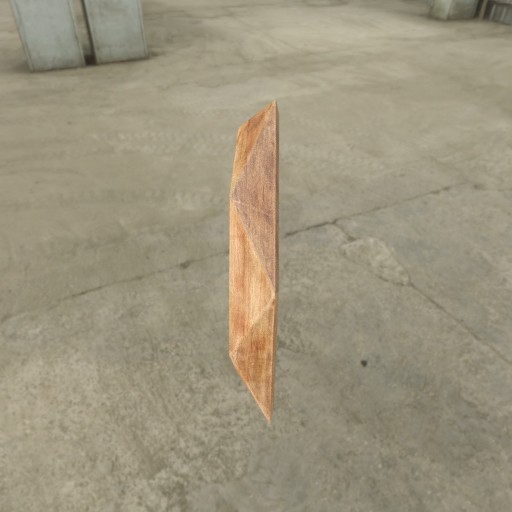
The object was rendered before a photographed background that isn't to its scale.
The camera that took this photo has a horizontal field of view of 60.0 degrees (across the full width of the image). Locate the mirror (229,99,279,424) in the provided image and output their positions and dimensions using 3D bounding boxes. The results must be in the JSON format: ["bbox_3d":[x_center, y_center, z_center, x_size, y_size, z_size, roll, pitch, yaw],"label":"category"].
[{"bbox_3d":[0.000,0.000,1.098,0.091,0.779,0.675,1,39,1],"label":"mirror"}]
